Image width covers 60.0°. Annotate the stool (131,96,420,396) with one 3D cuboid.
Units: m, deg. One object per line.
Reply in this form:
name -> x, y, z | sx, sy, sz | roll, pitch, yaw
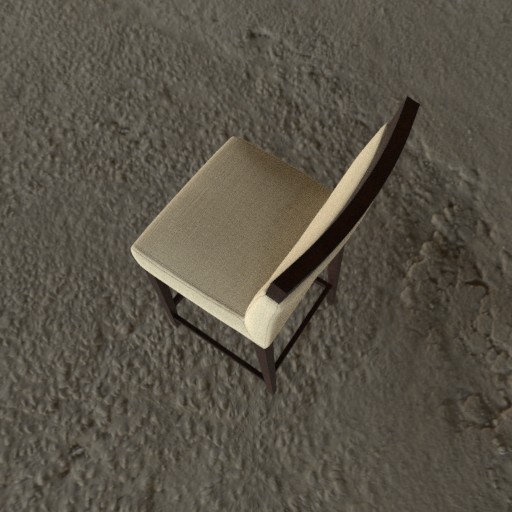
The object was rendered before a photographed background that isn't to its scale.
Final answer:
stool -> 0.000, 0.000, 1.371 | 0.531, 1.117, 0.511 | 32, 68, 14
